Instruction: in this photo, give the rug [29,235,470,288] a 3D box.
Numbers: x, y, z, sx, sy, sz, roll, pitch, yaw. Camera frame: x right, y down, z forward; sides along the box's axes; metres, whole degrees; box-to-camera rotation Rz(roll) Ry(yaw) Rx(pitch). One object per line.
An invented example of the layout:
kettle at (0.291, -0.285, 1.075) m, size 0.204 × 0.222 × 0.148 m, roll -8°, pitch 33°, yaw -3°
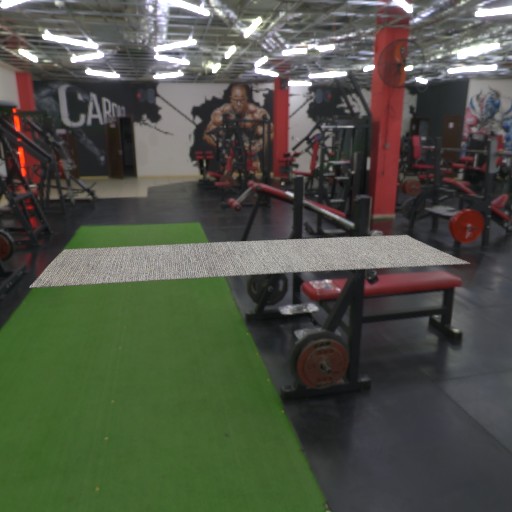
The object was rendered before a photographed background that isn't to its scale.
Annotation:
rug at (0.000, 0.000, 2.639) m, size 2.335 × 0.013 × 0.697 m, roll -3°, pitch 16°, yaw -9°
